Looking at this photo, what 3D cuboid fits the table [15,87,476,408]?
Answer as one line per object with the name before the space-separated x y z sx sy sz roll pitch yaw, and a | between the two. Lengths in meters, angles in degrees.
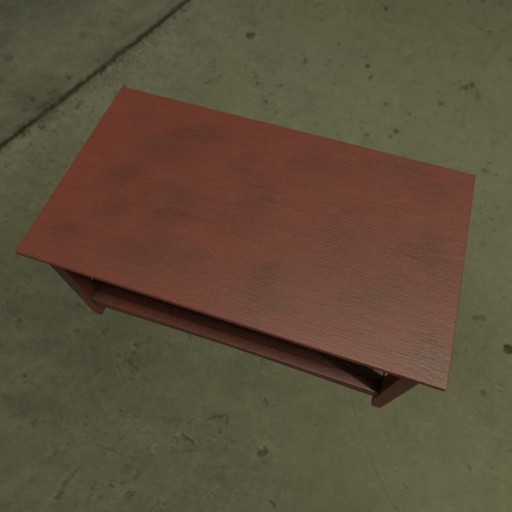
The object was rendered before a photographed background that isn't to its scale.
table | 0.000 0.000 1.224 0.943 0.456 0.533 17 64 8
